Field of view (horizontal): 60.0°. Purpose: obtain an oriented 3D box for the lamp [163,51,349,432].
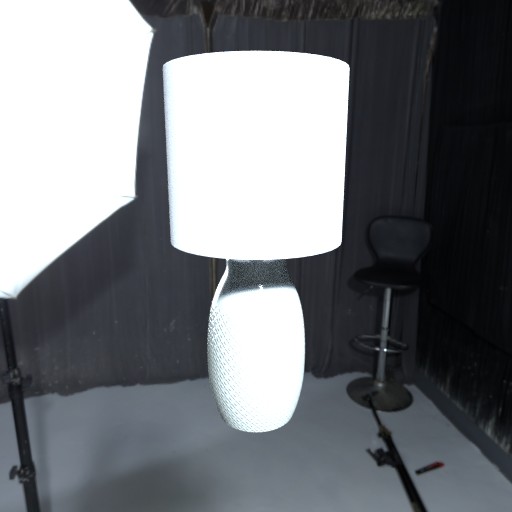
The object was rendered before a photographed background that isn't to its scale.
[{"bbox_3d":[0.000,0.000,0.579,0.217,0.453,0.217,-2,14,-8],"label":"lamp"}]
